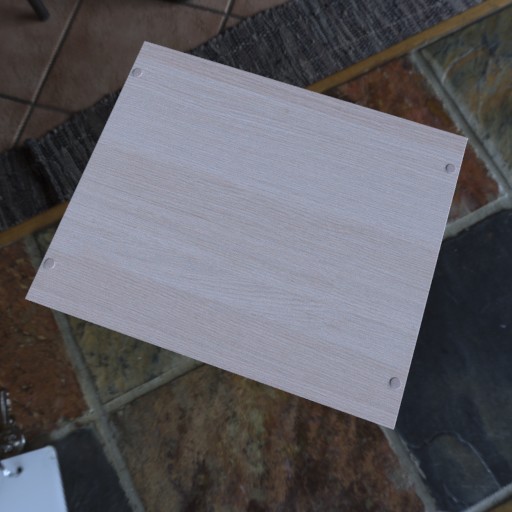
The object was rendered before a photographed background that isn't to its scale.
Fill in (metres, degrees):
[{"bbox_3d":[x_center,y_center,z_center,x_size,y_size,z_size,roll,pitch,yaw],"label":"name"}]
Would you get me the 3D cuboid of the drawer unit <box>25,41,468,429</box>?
[{"bbox_3d":[0.000,0.000,0.592,0.349,0.344,0.290,18,77,4],"label":"drawer unit"}]
